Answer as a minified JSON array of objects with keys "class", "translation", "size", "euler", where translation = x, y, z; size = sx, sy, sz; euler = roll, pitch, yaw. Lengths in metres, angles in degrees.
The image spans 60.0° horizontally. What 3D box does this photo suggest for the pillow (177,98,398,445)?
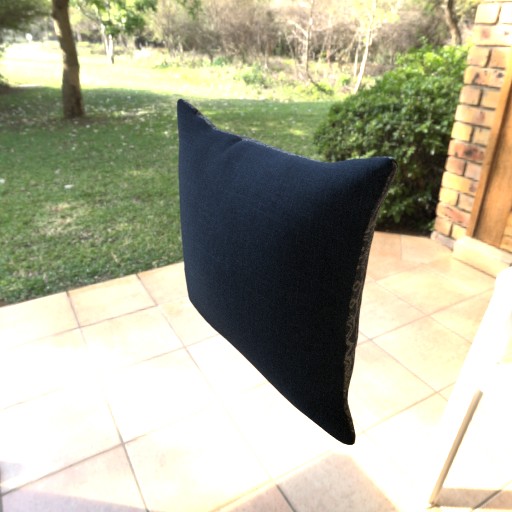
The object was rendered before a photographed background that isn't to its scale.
[{"class":"pillow","translation":[0.000,0.000,0.810],"size":[0.180,0.487,0.546],"euler":[-19,33,-31]}]
